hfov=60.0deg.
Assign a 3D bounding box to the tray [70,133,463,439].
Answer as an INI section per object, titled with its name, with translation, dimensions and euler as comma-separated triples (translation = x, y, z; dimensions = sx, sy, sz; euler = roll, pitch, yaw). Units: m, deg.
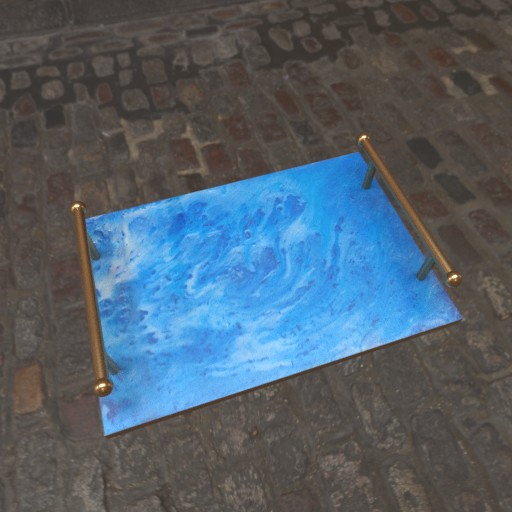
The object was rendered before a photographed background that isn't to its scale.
[tray]
translation = 0.000, 0.000, 0.568
dimensions = 0.444, 0.084, 0.304
euler = -15, 59, -10
